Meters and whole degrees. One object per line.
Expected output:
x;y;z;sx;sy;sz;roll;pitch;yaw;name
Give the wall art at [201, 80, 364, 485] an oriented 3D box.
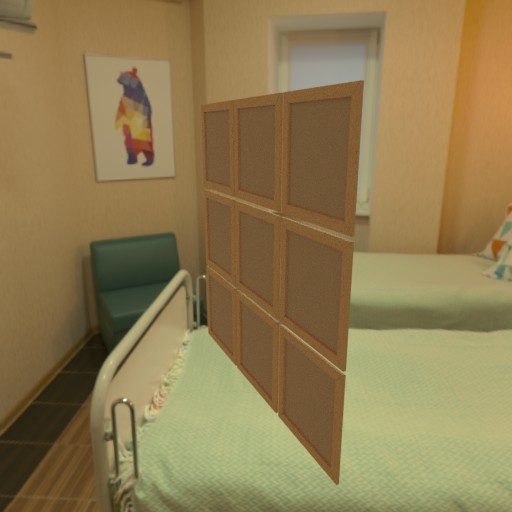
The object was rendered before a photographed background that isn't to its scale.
0.000;0.000;2.222;0.014;1.507;1.519;-7;17;-24;wall art
